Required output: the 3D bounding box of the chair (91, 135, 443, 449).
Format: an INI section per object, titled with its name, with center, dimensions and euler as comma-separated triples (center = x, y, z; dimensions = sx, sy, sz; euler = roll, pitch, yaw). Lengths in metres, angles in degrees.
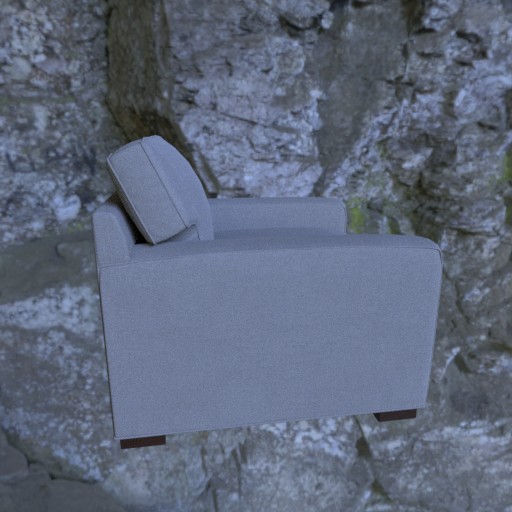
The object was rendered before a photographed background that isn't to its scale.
[chair]
center = 0.000, 0.000, 1.779
dimensions = 1.044, 0.934, 0.999
euler = -3, 16, -9
